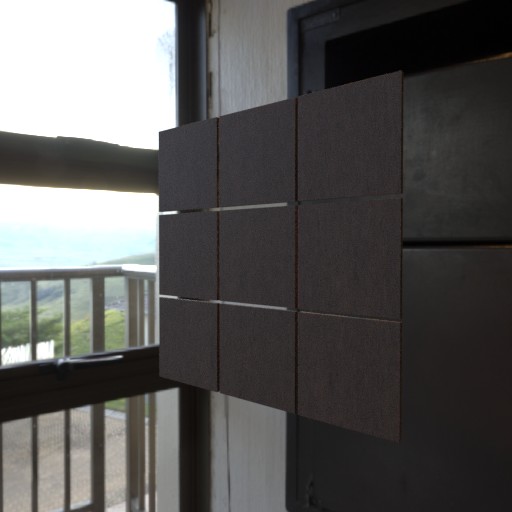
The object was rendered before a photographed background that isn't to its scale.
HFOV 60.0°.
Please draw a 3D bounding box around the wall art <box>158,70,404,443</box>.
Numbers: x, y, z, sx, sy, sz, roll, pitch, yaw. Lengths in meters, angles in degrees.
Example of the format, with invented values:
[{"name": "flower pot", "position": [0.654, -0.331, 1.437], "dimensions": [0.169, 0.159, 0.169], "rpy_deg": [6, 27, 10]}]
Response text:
[{"name": "wall art", "position": [0.000, 0.000, 1.376], "dimensions": [0.915, 0.914, 0.013], "rpy_deg": [1, 1, 38]}]
